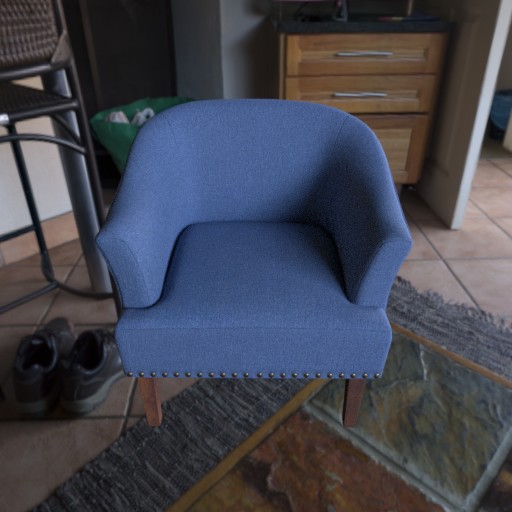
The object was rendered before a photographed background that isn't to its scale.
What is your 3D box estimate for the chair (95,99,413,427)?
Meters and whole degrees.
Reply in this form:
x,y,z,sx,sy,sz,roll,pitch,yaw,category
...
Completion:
x,y,z,sx,sy,sz,roll,pitch,yaw,category
0.000,0.000,1.385,0.798,0.815,0.704,0,30,0,chair
